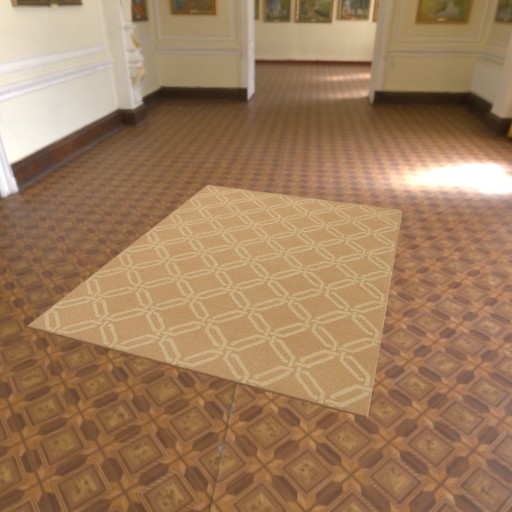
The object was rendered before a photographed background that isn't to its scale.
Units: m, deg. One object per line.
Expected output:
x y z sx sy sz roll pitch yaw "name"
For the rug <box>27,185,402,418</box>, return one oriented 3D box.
0.000 0.000 3.871 2.288 0.018 2.895 10 31 17 "rug"
